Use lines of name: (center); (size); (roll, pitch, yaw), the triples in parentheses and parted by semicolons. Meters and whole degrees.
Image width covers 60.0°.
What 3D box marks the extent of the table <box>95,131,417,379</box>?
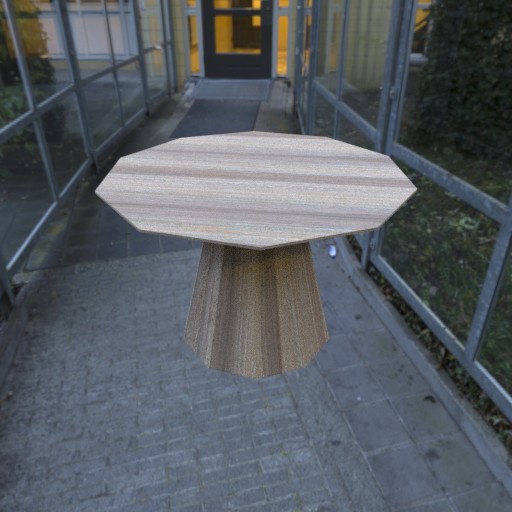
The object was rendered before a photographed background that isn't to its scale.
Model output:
table: (0.000, 0.000, 1.900); (1.186, 0.752, 1.186); (0, 30, 0)
